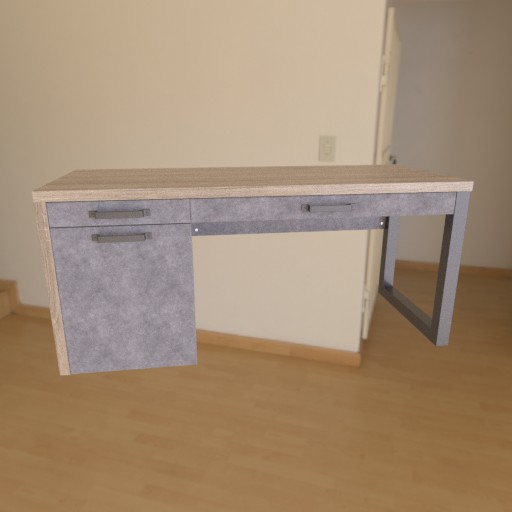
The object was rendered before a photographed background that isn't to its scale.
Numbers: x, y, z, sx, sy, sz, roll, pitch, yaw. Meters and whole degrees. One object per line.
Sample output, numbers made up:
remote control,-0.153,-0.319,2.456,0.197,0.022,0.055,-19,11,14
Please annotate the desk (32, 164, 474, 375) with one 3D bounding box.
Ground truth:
desk,0.000,0.000,2.104,1.700,0.760,0.690,-3,18,-8
